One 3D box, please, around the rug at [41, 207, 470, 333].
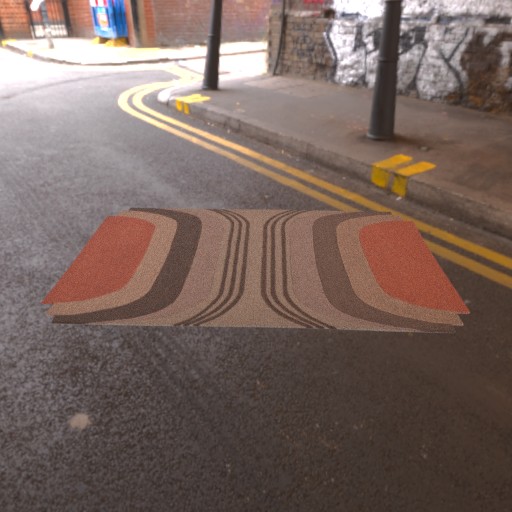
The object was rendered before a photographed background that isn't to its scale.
[{"bbox_3d":[0.000,0.000,3.027,2.446,0.017,1.530,1,30,2],"label":"rug"}]
